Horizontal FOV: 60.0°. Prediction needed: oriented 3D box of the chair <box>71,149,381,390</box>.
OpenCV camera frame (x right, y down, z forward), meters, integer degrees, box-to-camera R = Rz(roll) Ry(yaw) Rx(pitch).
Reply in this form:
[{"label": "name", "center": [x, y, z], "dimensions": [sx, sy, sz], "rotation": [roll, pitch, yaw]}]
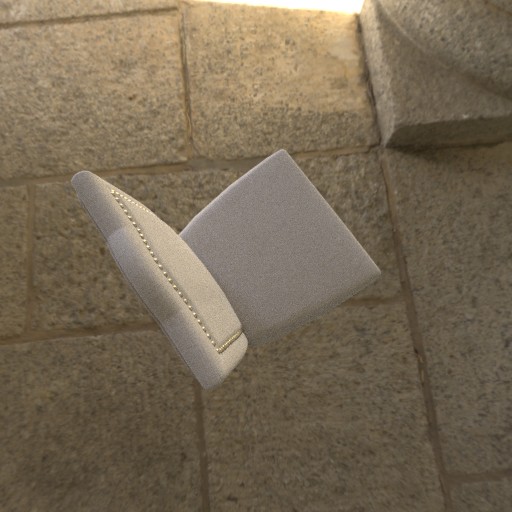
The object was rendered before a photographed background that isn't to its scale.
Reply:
[{"label": "chair", "center": [0.000, 0.000, 1.291], "dimensions": [0.589, 0.946, 0.518], "rotation": [-34, 78, -8]}]
